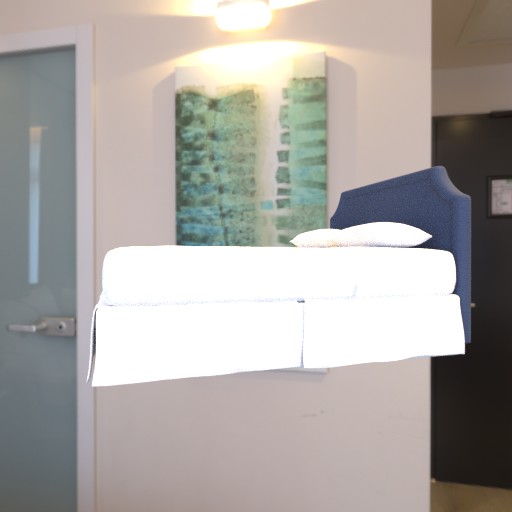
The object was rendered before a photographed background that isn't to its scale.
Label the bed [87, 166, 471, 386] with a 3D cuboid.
[{"bbox_3d":[0.000,0.000,4.012,2.773,1.488,2.350,0,0,-17],"label":"bed"}]
